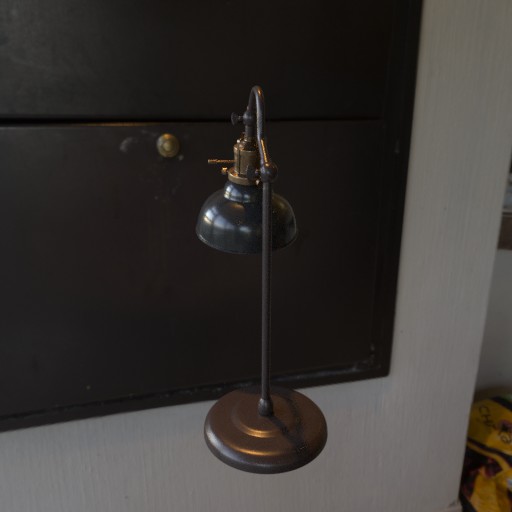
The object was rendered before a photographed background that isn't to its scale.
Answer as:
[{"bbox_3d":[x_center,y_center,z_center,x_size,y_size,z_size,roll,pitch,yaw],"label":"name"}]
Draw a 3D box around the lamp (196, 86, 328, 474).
[{"bbox_3d":[0.000,0.000,0.707,0.192,0.508,0.374,-3,17,-9],"label":"lamp"}]
